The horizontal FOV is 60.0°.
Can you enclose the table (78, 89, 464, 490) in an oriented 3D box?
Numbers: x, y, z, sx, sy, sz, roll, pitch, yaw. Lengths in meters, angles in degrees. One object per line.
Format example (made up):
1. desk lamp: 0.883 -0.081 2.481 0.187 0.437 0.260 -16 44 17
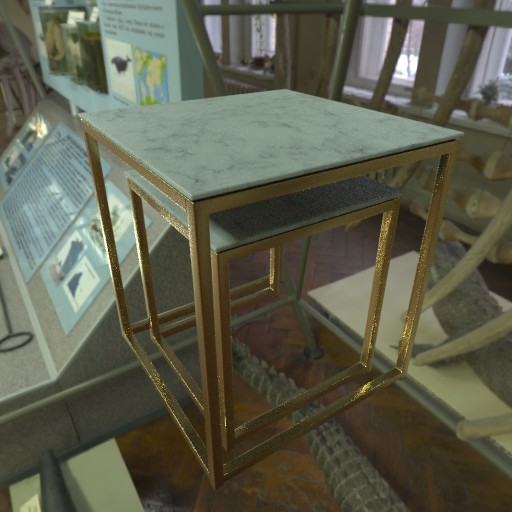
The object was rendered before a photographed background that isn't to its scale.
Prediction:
1. table: 0.000 0.000 0.842 0.450 0.500 0.450 -18 34 -28
